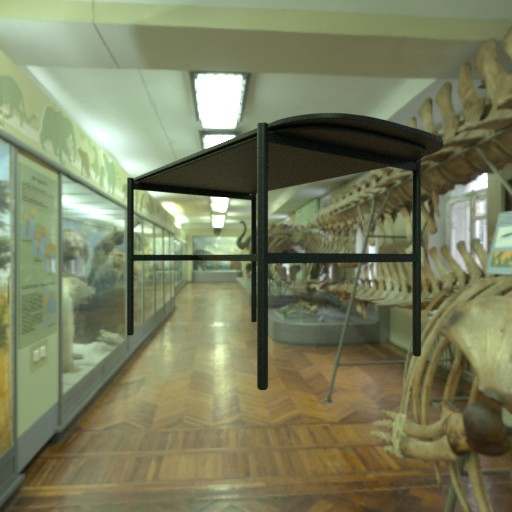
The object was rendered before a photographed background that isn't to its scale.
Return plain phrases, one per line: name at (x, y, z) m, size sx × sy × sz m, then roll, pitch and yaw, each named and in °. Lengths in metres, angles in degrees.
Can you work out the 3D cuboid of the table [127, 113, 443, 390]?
table at (0.000, 0.000, 1.008) m, size 0.400 × 0.400 × 0.800 m, roll 0°, pitch 0°, yaw -36°
